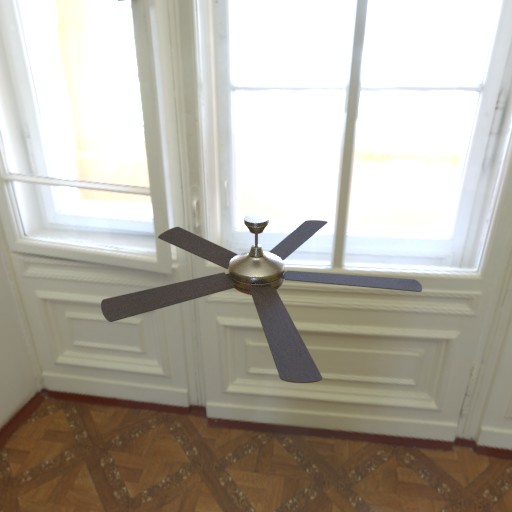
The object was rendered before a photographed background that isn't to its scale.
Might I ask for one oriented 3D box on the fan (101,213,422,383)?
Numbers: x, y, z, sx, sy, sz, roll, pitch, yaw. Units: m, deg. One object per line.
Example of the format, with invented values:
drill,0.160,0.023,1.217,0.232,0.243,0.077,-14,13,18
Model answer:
fan,0.000,0.000,1.939,1.321,0.356,1.321,-18,32,-32
